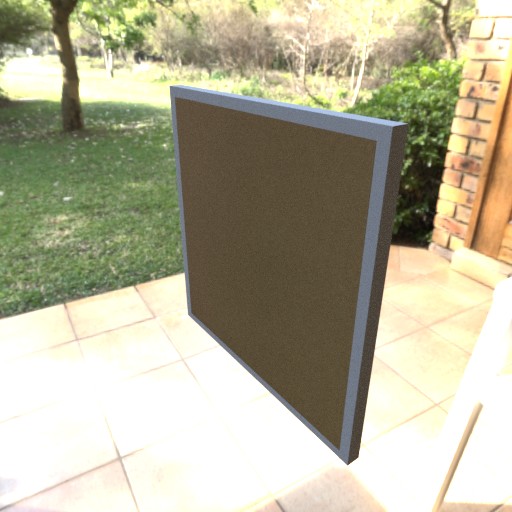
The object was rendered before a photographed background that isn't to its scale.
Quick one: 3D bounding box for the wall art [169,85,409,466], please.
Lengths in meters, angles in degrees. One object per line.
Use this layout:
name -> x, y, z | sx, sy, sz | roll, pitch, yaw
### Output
wall art -> 0.000, 0.000, 1.134 | 0.038, 0.761, 0.763 | -18, 32, -32
